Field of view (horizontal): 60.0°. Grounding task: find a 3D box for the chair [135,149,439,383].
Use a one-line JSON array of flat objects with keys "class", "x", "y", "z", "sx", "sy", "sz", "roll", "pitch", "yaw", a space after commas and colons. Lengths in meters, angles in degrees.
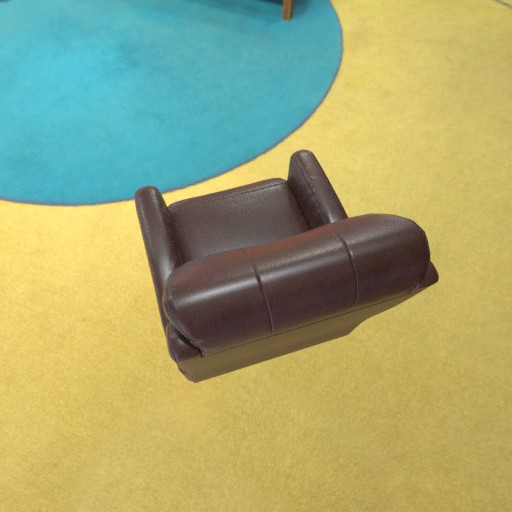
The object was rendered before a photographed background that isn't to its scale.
[{"class": "chair", "x": 0.000, "y": 0.000, "z": 1.671, "sx": 0.787, "sy": 1.016, "sz": 0.939, "roll": -15, "pitch": 58, "yaw": -10}]
